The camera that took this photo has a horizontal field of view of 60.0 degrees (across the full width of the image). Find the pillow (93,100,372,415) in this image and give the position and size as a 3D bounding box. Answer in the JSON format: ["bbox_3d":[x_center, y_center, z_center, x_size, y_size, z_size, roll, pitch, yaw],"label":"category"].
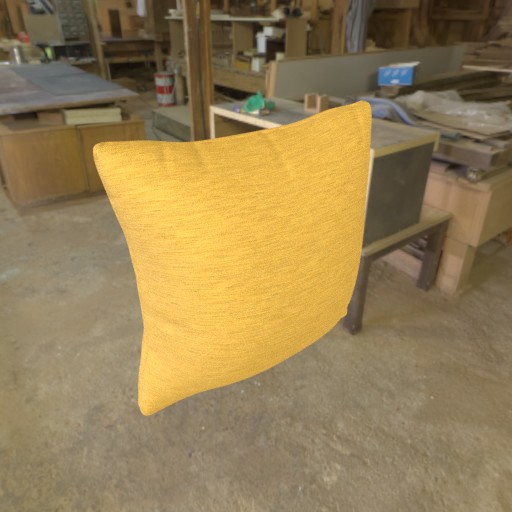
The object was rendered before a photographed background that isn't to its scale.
[{"bbox_3d":[0.000,0.000,0.684,0.435,0.417,0.247,-20,35,-30],"label":"pillow"}]
